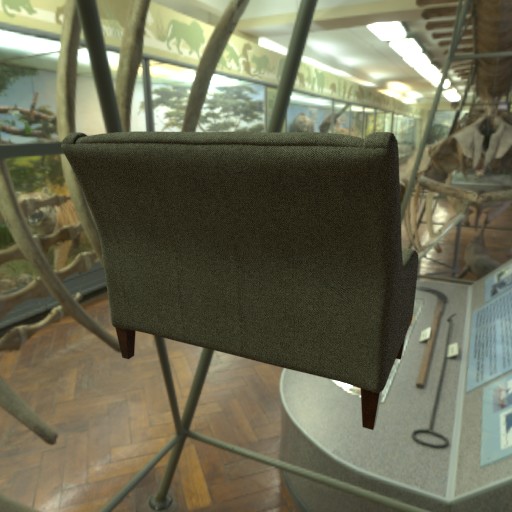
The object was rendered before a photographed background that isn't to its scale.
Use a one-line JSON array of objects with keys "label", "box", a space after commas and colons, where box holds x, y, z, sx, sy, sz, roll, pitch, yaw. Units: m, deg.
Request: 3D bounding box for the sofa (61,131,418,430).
[{"label": "sofa", "box": [0.000, 0.000, 1.891, 1.242, 1.021, 0.870, 8, 17, 26]}]
